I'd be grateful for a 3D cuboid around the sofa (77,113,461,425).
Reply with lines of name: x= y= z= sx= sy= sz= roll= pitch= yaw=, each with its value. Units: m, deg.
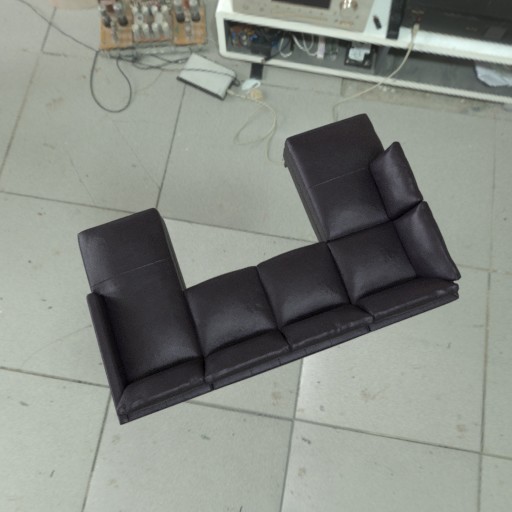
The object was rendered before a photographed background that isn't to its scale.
sofa: x=0.000 y=0.000 z=3.957 sx=2.956 sy=0.900 sz=1.939 roll=-19 pitch=77 yaw=-5
